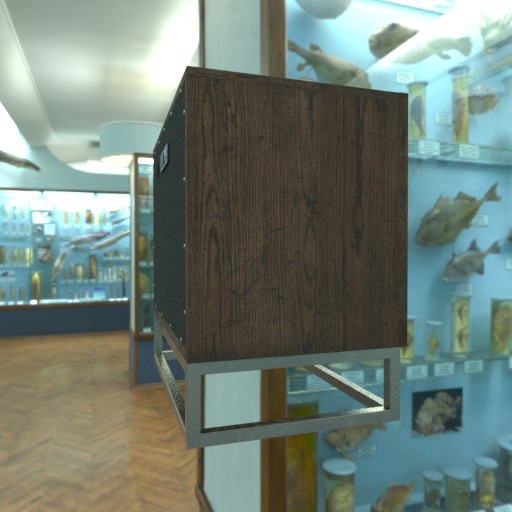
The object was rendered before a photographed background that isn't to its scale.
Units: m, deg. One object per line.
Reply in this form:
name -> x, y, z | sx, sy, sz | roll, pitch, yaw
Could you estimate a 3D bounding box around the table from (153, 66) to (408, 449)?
table -> 0.000, 0.000, 1.302 | 0.542, 0.746, 0.767 | 0, 1, -18
